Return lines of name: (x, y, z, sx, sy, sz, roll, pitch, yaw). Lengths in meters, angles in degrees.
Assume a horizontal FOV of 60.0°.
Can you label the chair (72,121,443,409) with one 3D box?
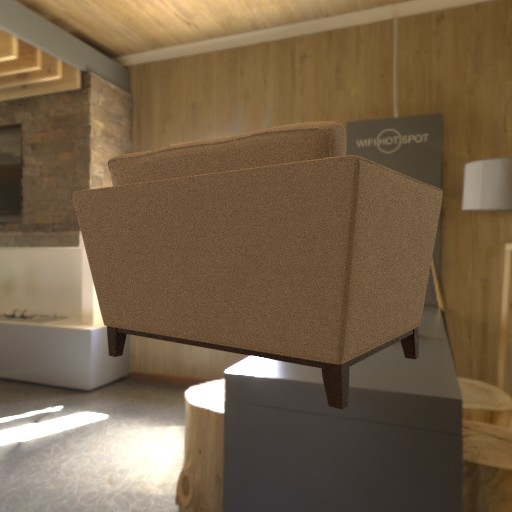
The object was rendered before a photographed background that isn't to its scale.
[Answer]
chair: (0.000, 0.000, 2.020, 1.397, 0.940, 0.965, 1, 1, 36)
